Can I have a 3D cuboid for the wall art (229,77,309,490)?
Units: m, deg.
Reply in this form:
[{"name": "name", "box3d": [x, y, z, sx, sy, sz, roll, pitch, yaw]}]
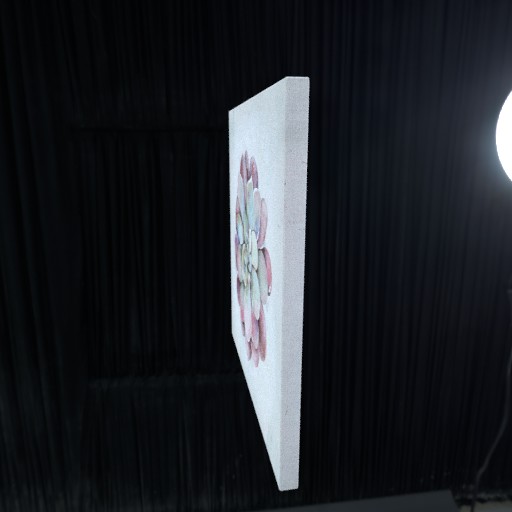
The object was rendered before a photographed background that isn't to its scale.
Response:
[{"name": "wall art", "box3d": [0.000, 0.000, 1.144, 0.041, 0.762, 0.762, -2, 14, -10]}]
